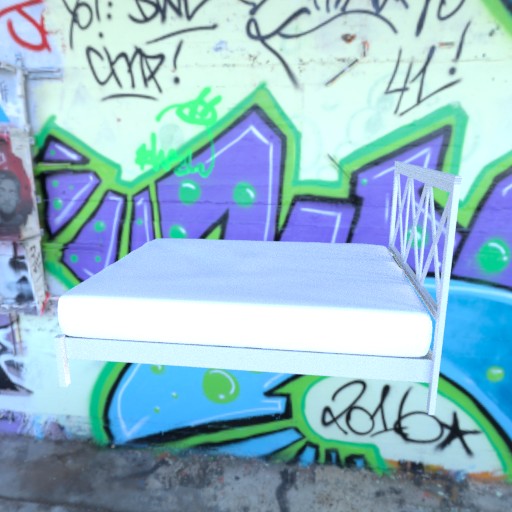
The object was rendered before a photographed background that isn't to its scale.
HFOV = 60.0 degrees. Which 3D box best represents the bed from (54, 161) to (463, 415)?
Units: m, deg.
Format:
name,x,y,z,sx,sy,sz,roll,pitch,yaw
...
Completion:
name,x,y,z,sx,sy,sz,roll,pitch,yaw
bed,0.000,0.000,3.124,2.135,1.253,1.673,2,15,7
